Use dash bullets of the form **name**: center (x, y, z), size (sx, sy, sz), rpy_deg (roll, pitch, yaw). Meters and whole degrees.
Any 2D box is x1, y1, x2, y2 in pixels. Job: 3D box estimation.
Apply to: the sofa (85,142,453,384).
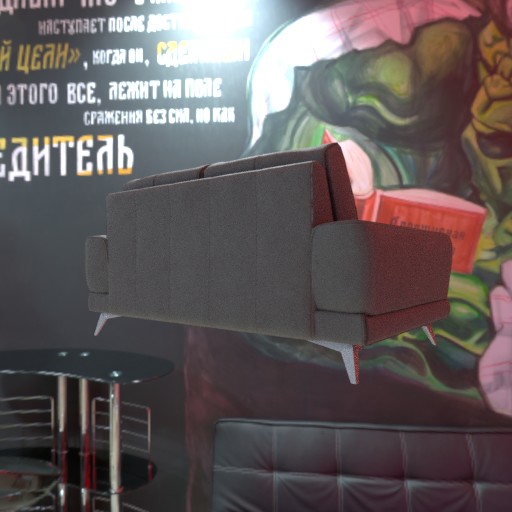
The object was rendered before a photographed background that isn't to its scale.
- **sofa**: center (0.000, 0.000, 2.414), size (1.806, 0.907, 1.018), rpy_deg (0, -1, 38)
